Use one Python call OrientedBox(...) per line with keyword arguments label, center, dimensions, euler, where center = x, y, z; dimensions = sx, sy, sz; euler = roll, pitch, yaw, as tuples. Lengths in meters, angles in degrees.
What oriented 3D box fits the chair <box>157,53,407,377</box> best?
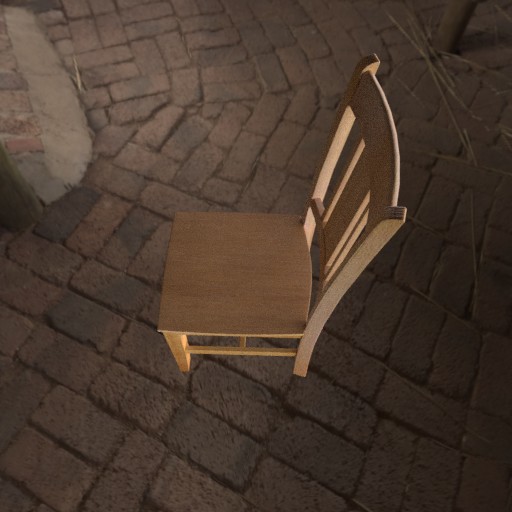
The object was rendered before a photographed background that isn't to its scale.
OrientedBox(label="chair", center=(0.000, 0.000, 1.283), dimensions=(0.556, 0.998, 0.450), euler=(1, 59, 1))
